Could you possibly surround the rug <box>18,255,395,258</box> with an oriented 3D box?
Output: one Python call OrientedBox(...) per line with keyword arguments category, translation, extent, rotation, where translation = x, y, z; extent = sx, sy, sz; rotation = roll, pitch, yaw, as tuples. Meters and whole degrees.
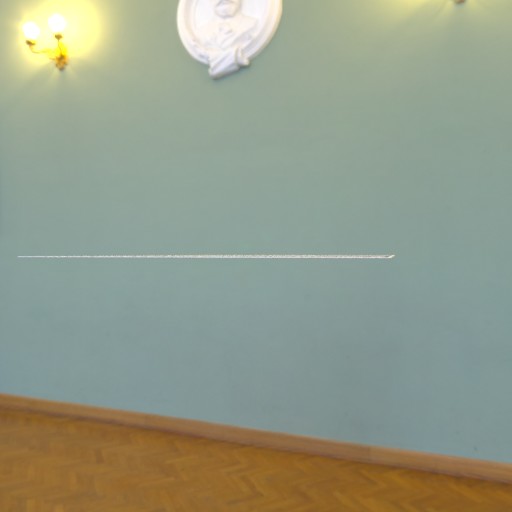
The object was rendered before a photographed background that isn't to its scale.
OrientedBox(category="rug", translation=(0.000, 0.000, 4.080), extent=(2.421, 0.008, 3.045), rotation=(0, 0, 18))
